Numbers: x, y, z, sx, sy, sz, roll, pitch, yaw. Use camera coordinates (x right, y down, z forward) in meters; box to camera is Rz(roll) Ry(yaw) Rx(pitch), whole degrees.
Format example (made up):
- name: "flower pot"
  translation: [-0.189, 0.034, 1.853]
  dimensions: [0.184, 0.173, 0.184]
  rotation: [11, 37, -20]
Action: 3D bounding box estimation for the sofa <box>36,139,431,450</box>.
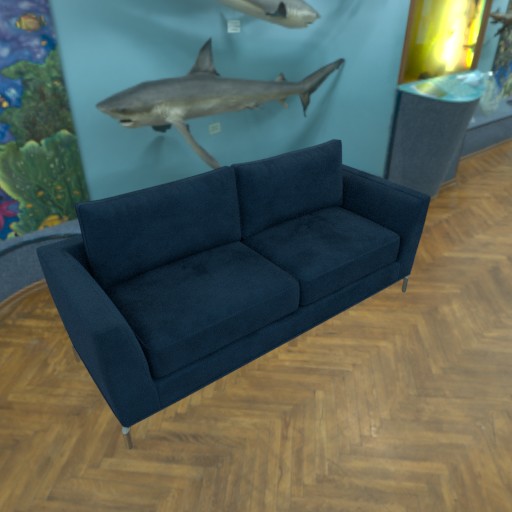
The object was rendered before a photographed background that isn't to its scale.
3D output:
- name: "sofa"
  translation: [0.000, 0.000, 2.679]
  dimensions: [2.212, 0.998, 0.853]
  rotation: [-21, 37, -31]
